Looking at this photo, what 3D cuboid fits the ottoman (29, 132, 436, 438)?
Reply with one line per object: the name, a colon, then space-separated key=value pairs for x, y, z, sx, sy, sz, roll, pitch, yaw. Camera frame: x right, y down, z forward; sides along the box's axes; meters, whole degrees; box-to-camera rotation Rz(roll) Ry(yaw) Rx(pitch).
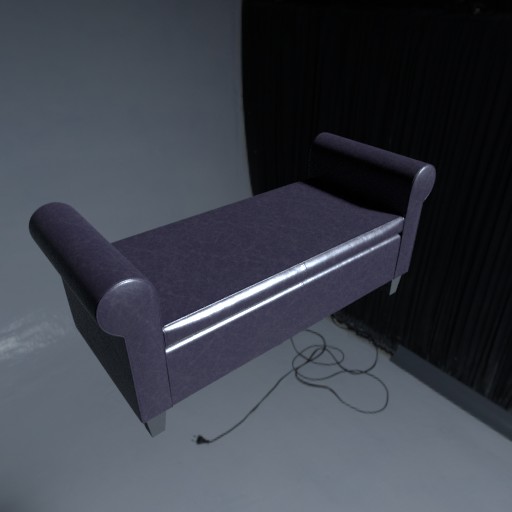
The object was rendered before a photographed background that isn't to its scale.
ottoman: x=0.000 y=0.000 z=1.537 sx=1.256 sy=0.547 sz=0.521 roll=-23 pitch=38 yaw=-32
